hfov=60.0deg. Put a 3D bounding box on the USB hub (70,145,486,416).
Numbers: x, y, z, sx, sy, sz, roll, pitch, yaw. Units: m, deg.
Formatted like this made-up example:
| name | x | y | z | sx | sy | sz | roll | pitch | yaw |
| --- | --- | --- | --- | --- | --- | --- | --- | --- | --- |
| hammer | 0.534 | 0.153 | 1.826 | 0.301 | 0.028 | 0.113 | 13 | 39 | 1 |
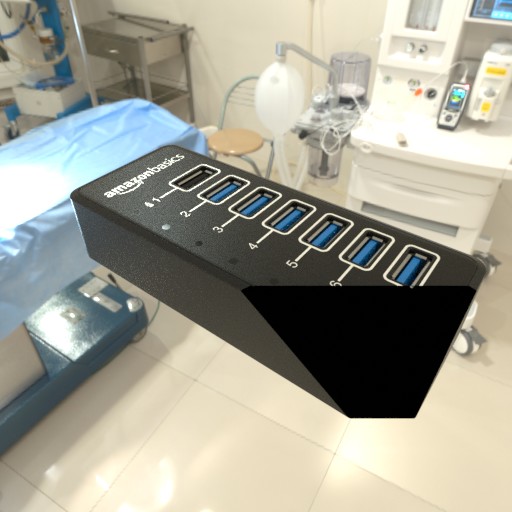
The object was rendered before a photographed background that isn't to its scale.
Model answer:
| name | x | y | z | sx | sy | sz | roll | pitch | yaw |
| --- | --- | --- | --- | --- | --- | --- | --- | --- | --- |
| USB hub | 0.000 | 0.000 | 0.126 | 0.110 | 0.023 | 0.044 | 26 | 46 | 28 |
